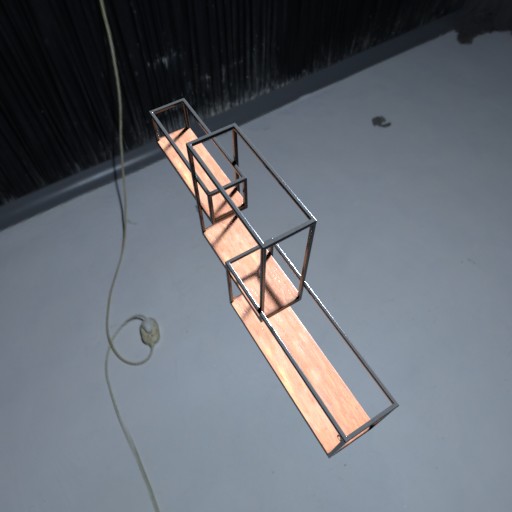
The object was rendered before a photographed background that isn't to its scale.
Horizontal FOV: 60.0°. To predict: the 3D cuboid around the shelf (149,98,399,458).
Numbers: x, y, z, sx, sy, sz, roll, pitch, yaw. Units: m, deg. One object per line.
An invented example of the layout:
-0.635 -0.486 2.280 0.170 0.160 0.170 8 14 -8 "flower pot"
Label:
0.000 0.000 2.124 0.275 0.972 1.781 -27 62 -16 "shelf"
